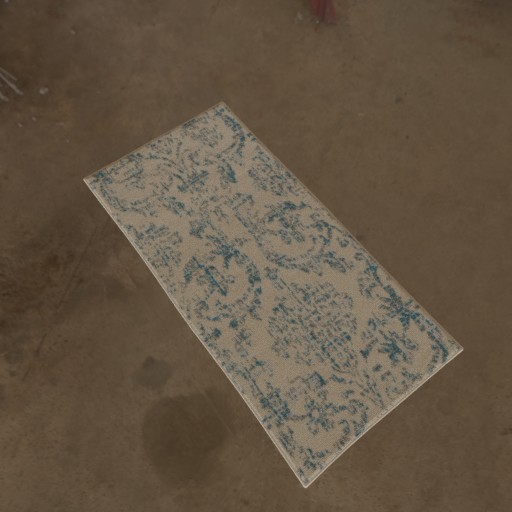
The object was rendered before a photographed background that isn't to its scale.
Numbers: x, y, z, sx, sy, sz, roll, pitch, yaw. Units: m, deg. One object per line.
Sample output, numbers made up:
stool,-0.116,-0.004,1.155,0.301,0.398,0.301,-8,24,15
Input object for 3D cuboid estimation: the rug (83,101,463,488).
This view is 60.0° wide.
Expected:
rug,0.000,0.000,1.430,0.605,0.007,1.220,-34,69,-15
